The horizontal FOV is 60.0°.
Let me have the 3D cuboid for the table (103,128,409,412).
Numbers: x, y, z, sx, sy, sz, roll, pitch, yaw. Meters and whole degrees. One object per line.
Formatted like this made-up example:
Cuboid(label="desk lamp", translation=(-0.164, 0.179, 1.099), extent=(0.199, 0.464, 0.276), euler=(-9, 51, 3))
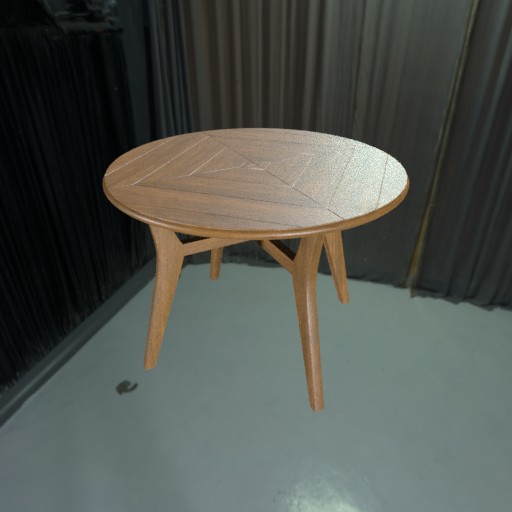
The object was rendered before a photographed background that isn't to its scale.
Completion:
Cuboid(label="table", translation=(0.000, 0.000, 1.774), extent=(1.055, 0.757, 1.055), euler=(0, 30, 0))
